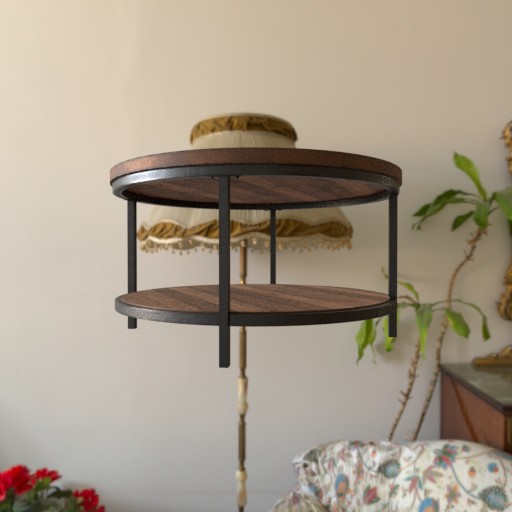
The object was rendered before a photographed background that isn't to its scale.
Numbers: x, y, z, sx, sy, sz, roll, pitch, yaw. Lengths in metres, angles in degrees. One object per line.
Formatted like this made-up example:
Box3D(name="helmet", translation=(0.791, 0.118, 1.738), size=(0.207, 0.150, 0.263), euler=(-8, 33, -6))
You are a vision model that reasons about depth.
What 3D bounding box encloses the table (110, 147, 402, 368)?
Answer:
Box3D(name="table", translation=(0.000, 0.000, 1.339), size=(0.837, 0.462, 0.837), euler=(0, 1, 0))
